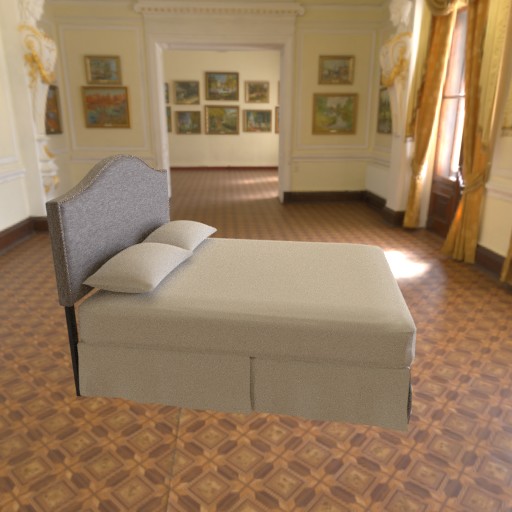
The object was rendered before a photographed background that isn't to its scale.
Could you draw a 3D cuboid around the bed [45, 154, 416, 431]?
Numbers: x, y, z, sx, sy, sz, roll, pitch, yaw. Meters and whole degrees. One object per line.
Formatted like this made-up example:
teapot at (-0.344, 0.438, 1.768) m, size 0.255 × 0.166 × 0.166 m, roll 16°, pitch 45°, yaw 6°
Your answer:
bed at (0.000, 0.000, 2.931) m, size 1.870 × 1.295 × 1.610 m, roll 3°, pitch 17°, yaw 8°
